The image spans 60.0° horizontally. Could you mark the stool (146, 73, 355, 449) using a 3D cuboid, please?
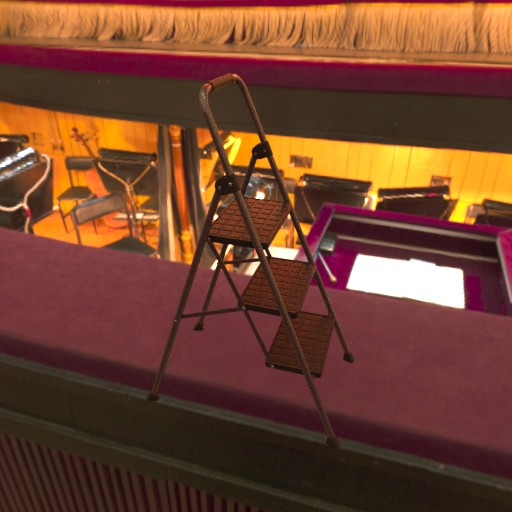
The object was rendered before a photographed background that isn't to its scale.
[{"bbox_3d":[0.000,0.000,1.497,0.733,1.121,0.473,9,31,15],"label":"stool"}]
